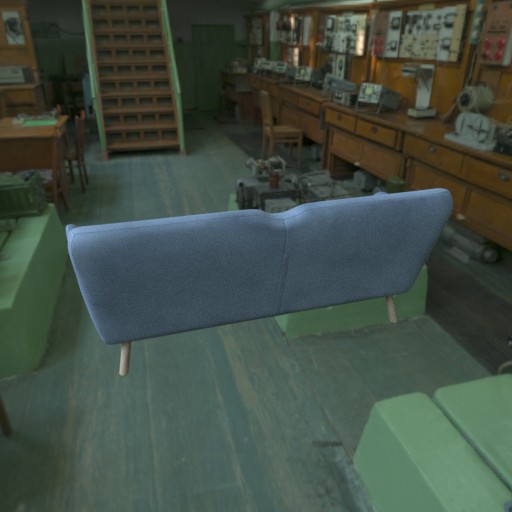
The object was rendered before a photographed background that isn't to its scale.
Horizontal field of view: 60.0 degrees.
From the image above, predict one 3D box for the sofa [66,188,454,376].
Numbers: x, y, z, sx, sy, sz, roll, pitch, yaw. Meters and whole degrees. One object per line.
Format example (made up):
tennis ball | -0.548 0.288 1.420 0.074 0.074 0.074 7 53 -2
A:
sofa | 0.000 0.000 2.339 1.870 0.810 0.850 -8 28 -15
